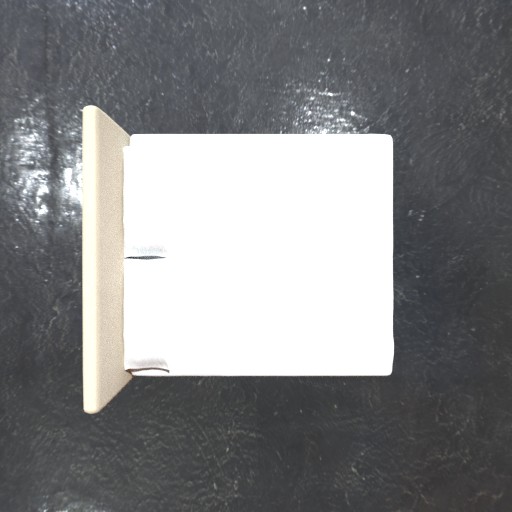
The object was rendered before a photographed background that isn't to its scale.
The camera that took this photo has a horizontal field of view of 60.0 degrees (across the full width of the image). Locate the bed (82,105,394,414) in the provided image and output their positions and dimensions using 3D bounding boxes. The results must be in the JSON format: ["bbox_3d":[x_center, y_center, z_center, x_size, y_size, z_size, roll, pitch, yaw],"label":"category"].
[{"bbox_3d":[0.000,0.000,3.552,2.319,1.317,2.119,0,90,0],"label":"bed"}]
